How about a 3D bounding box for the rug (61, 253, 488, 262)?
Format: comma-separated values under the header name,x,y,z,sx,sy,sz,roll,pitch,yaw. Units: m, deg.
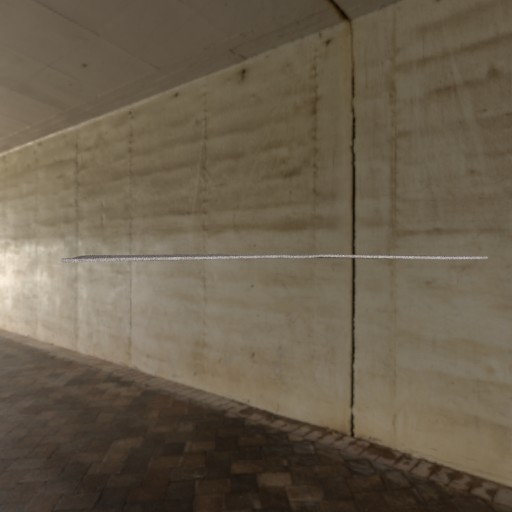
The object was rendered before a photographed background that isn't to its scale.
name,x,y,z,sx,sy,sz,roll,pitch,yaw
rug,0.000,0.000,5.045,3.778,0.053,2.873,0,1,-16
